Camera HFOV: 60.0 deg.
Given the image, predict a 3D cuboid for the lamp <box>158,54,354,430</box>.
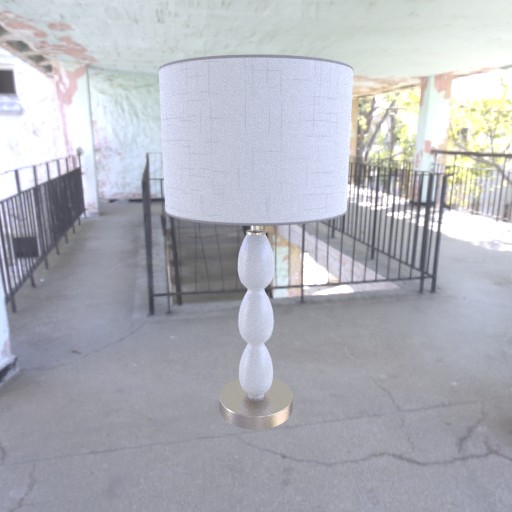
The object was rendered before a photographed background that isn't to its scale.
[{"bbox_3d":[0.000,0.000,0.722,0.282,0.559,0.280,2,15,8],"label":"lamp"}]
